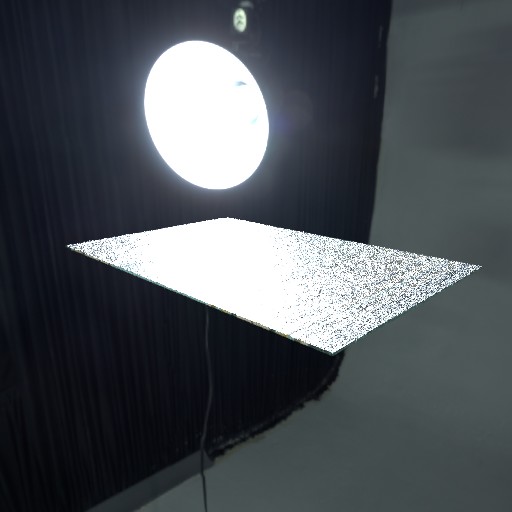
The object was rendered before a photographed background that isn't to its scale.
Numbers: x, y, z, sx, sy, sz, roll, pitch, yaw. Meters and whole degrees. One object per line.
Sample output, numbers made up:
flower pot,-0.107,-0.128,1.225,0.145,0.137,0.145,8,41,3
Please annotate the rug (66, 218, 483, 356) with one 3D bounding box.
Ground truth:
rug,0.000,0.000,2.291,1.811,0.010,1.212,15,21,43
